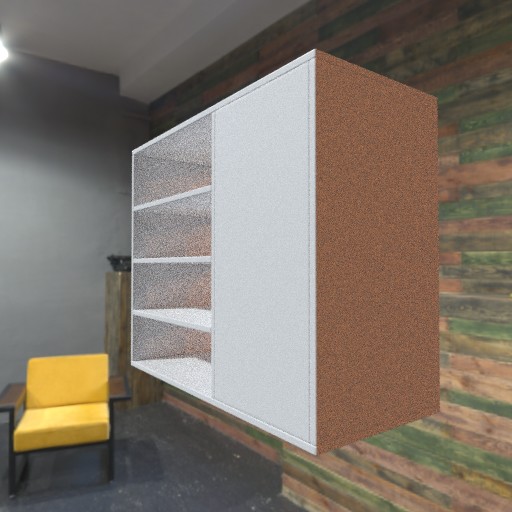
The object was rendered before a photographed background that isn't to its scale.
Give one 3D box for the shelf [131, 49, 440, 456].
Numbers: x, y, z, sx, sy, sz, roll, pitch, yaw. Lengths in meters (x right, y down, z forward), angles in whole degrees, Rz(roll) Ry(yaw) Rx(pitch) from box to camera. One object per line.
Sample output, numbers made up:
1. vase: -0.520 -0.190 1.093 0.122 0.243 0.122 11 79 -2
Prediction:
1. shelf: 0.000 0.000 1.271 0.396 0.732 0.895 1 -2 -36
